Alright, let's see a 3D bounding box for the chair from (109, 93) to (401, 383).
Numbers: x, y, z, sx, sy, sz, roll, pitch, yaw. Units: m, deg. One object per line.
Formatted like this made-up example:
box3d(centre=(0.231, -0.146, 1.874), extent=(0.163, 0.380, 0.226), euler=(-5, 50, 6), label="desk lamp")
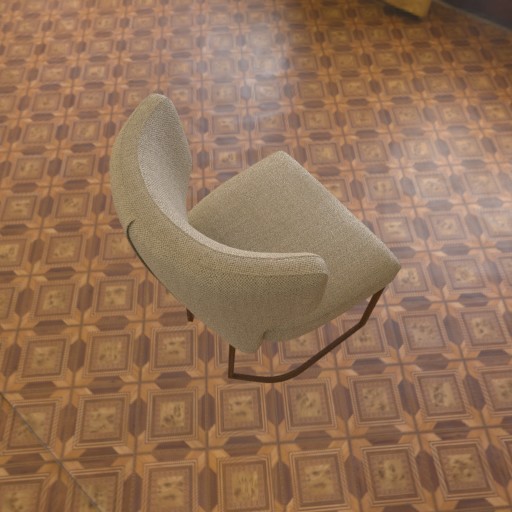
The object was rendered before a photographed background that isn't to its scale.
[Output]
box3d(centre=(0.000, 0.000, 1.250), extent=(0.617, 0.824, 0.611), euler=(-32, 63, -18), label="chair")
